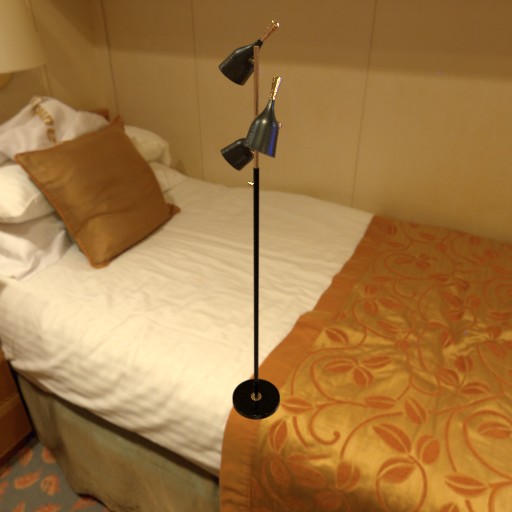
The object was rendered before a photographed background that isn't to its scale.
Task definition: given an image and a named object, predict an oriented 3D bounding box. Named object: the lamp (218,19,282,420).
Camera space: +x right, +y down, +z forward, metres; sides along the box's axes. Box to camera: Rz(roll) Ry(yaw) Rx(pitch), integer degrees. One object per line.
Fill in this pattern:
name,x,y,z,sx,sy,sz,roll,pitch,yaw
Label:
lamp,0.000,0.000,1.888,0.253,1.778,0.434,-9,32,-15
